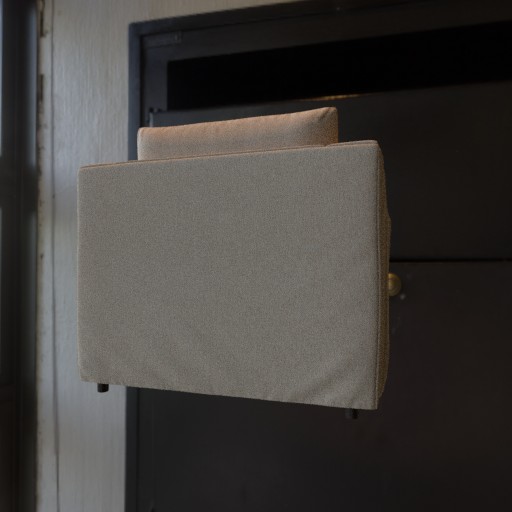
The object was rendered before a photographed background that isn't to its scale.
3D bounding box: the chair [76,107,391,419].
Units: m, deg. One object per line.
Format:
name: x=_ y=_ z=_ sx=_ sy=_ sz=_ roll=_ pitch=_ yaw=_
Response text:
chair: x=0.000 y=0.000 z=2.069 sx=1.194 sy=1.093 sz=1.071 roll=0 pitch=-1 yaw=18
